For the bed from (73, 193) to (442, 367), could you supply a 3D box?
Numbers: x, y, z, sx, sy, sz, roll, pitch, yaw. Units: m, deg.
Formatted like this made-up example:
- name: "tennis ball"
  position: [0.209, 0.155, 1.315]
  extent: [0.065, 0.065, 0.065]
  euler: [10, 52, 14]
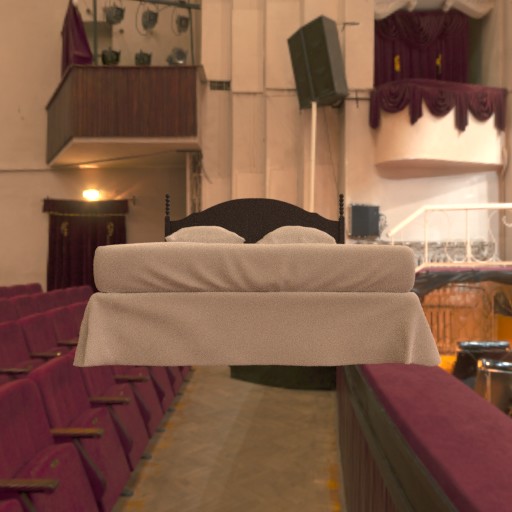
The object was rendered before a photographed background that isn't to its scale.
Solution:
- name: "bed"
  position: [0.000, 0.000, 3.669]
  extent: [2.322, 1.355, 2.219]
  euler: [0, -1, 0]
